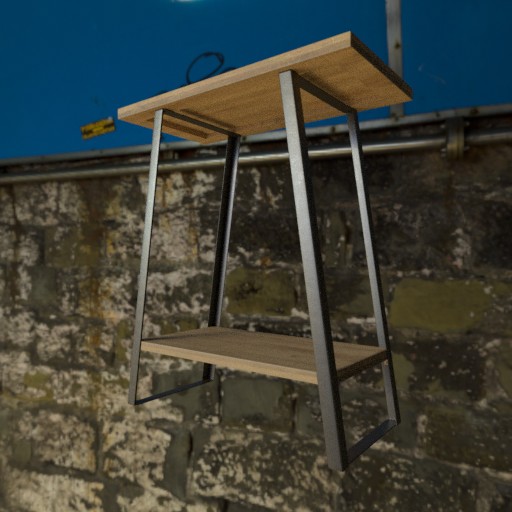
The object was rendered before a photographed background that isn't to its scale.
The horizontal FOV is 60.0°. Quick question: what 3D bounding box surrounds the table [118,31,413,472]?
[{"bbox_3d":[0.000,0.000,0.990,0.599,0.701,0.300,0,0,37],"label":"table"}]
